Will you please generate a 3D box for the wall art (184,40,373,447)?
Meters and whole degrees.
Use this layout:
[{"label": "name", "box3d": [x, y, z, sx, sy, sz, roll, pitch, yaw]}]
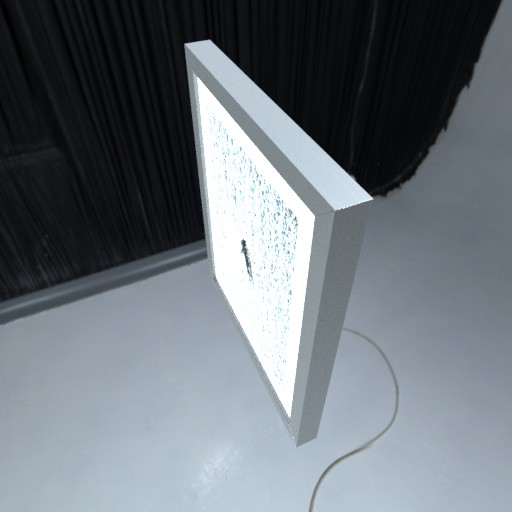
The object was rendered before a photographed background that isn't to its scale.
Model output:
[{"label": "wall art", "box3d": [0.000, 0.000, 0.518, 0.030, 0.379, 0.308, -18, 48, -17]}]
